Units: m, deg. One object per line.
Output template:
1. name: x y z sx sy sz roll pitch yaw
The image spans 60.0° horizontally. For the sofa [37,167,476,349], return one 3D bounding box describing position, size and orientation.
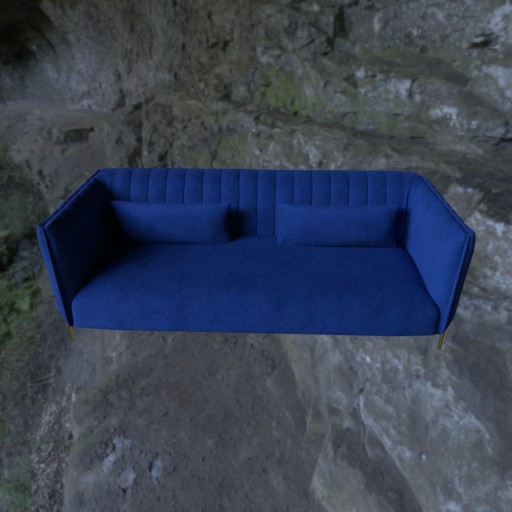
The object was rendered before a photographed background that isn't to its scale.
1. sofa: 0.000 0.000 2.601 2.136 0.793 0.896 1 30 2
